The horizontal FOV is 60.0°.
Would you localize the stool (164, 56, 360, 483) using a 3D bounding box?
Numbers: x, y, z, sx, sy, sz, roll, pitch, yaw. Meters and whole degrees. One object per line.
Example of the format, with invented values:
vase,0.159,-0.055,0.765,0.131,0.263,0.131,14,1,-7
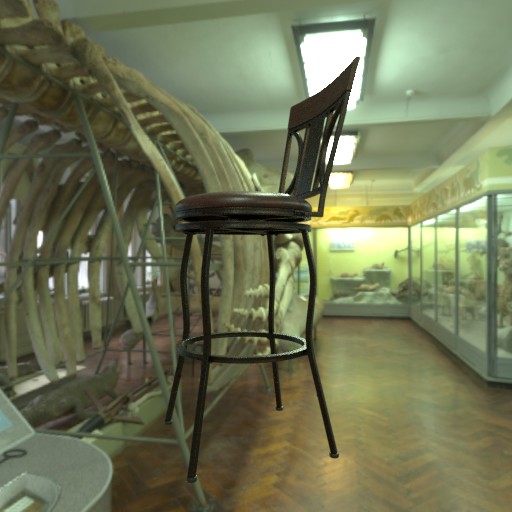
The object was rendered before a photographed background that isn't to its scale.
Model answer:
stool,0.000,0.000,1.387,0.513,1.130,0.448,0,0,-19
